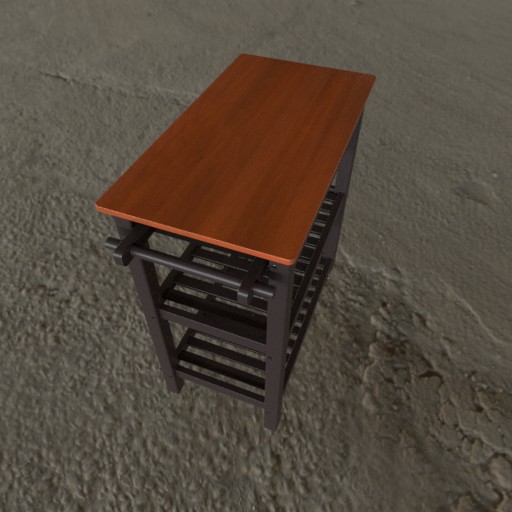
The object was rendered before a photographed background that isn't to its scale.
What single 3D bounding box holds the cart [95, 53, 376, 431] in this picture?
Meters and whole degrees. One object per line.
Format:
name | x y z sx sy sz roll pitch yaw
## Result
cart | 0.000 0.000 1.489 0.457 0.927 0.899 16 49 14
